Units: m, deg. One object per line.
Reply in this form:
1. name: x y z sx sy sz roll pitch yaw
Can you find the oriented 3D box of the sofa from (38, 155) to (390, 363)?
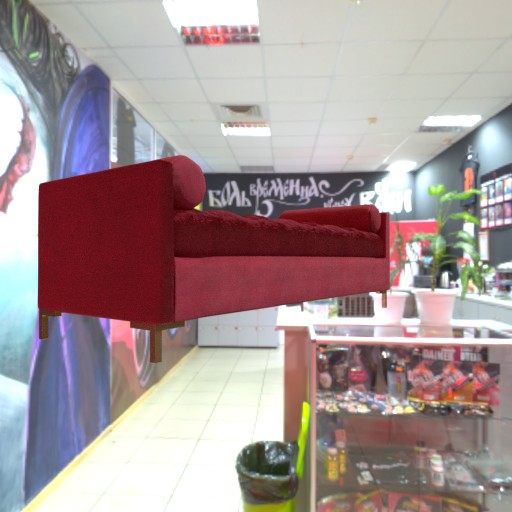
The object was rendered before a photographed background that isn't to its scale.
1. sofa: 0.000 0.000 2.468 0.796 0.705 2.102 0 -1 37
